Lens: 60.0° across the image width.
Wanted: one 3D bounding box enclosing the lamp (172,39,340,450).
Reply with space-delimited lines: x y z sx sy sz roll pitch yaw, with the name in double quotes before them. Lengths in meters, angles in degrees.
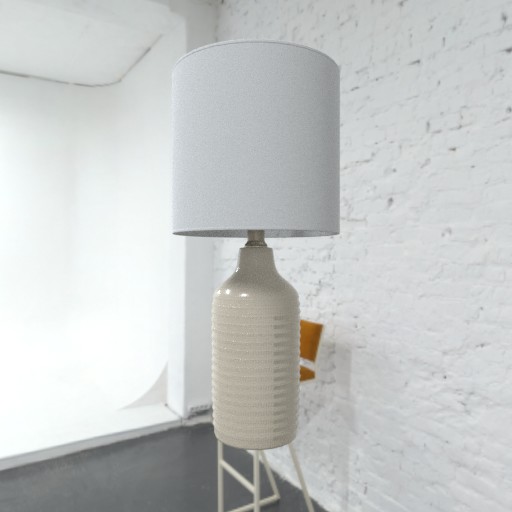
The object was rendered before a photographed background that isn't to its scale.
"lamp" 0.000 0.000 0.594 0.220 0.475 0.220 0 0 37
